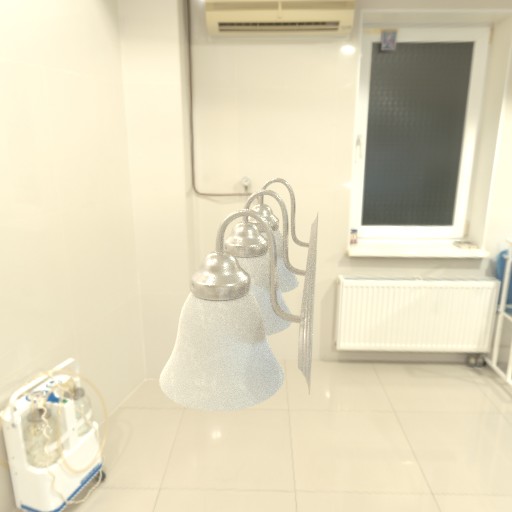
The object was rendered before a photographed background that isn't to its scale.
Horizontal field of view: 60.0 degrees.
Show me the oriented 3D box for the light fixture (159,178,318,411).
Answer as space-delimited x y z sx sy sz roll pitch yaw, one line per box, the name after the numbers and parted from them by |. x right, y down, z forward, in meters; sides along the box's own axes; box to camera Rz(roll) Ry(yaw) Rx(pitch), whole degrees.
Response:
0.000 0.000 0.741 0.199 0.222 0.610 2 16 8 | light fixture
